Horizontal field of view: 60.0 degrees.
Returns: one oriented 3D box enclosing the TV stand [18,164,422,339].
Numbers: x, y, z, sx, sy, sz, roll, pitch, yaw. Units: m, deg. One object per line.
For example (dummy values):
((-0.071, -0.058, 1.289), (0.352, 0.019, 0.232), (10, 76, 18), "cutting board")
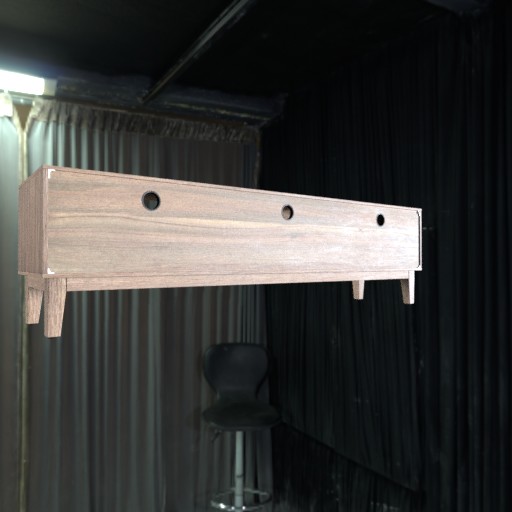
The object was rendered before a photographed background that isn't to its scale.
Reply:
((0.000, 0.000, 1.604), (1.482, 0.409, 0.366), (0, -1, -36), "TV stand")
